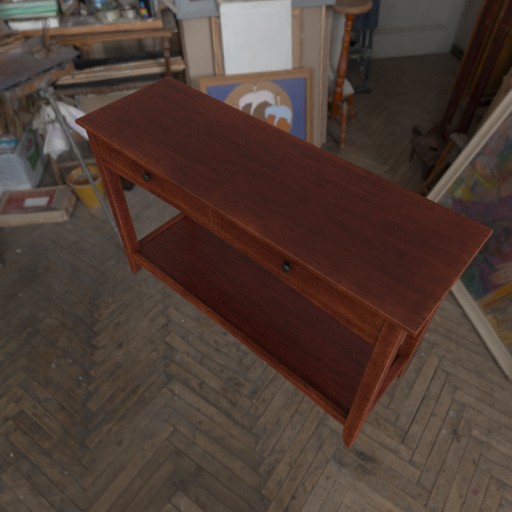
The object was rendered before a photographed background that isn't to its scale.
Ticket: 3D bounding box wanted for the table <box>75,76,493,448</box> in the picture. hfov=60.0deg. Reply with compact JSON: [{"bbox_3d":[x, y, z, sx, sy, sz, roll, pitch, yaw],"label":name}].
[{"bbox_3d":[0.000,0.000,1.508,1.188,0.739,0.392,33,56,26],"label":"table"}]
